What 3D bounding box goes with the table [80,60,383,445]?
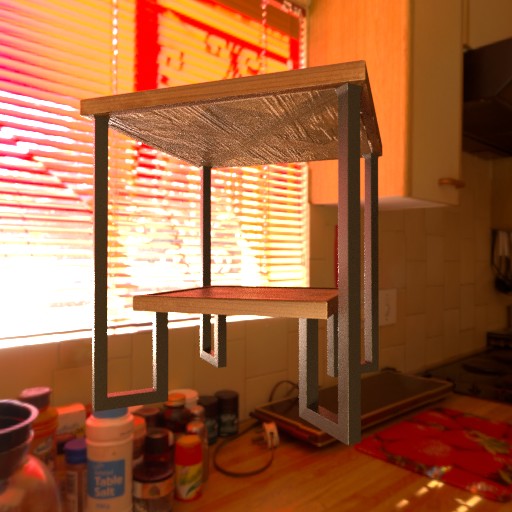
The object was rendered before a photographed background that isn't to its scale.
[{"bbox_3d":[0.000,0.000,0.955,0.503,0.563,0.503,0,-1,19],"label":"table"}]
